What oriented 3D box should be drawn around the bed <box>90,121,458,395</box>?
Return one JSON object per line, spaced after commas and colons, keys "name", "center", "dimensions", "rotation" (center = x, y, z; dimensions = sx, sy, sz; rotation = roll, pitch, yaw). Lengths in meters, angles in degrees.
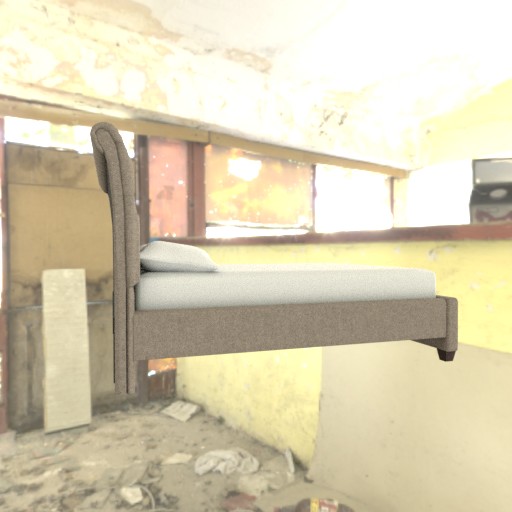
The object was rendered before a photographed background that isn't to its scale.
{"name": "bed", "center": [0.000, 0.000, 3.309], "dimensions": [2.252, 1.371, 1.645], "rotation": [0, 1, -18]}
